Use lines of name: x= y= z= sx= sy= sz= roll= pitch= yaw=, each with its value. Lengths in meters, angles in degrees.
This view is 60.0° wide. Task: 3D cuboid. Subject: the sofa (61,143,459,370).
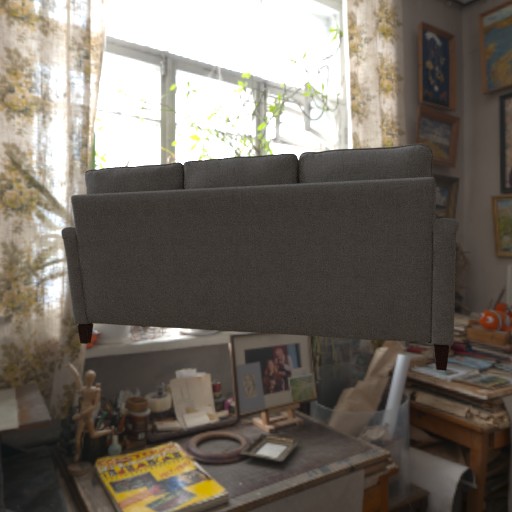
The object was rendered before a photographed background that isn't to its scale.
sofa: x=0.000 y=0.000 z=2.395 sx=1.925 sy=0.959 sz=0.828 roll=0 pitch=0 yaw=18
